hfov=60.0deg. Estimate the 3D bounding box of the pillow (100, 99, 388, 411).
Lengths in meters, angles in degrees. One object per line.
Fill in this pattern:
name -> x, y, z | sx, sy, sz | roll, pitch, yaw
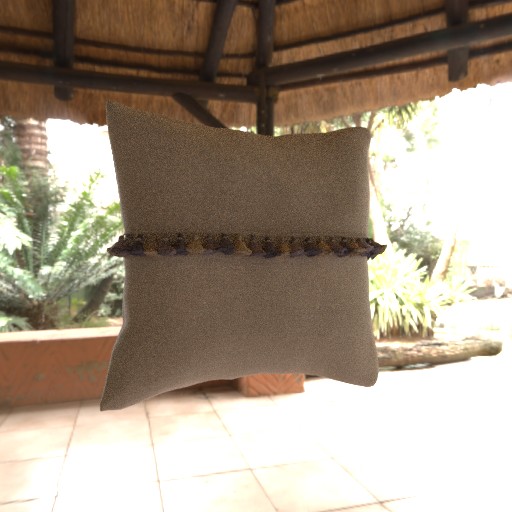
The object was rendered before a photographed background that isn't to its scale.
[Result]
pillow -> 0.000, 0.000, 0.737 | 0.489, 0.481, 0.165 | 0, -1, -18
